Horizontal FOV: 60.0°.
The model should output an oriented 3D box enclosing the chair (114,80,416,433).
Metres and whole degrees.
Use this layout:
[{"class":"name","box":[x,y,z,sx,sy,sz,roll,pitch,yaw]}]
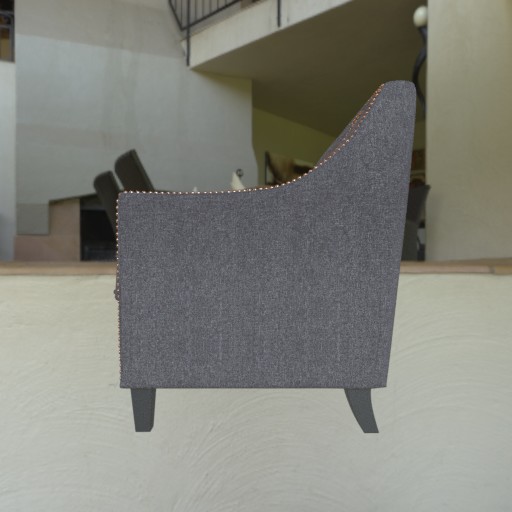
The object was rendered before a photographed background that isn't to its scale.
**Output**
[{"class":"chair","box":[0.000,0.000,1.574,0.884,0.967,0.776,0,1,-1]}]
